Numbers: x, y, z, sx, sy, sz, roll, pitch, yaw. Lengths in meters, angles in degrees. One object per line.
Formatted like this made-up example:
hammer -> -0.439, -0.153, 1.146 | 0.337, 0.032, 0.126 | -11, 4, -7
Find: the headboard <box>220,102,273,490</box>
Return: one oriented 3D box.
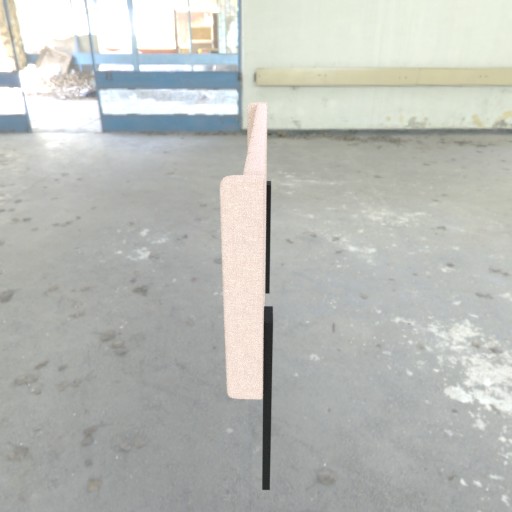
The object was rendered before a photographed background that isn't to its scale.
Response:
headboard -> 0.000, 0.000, 2.660 | 0.184, 1.524, 2.051 | 1, 25, 1
